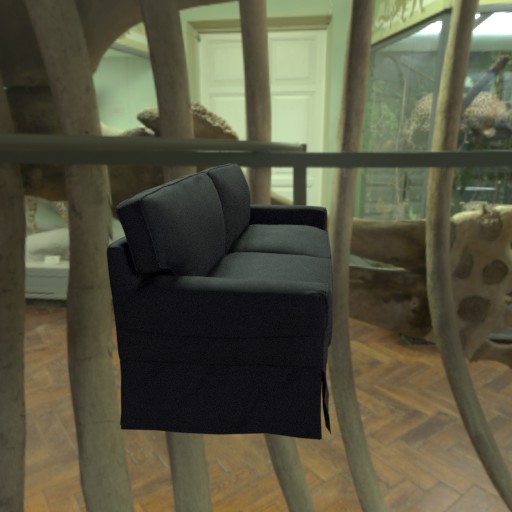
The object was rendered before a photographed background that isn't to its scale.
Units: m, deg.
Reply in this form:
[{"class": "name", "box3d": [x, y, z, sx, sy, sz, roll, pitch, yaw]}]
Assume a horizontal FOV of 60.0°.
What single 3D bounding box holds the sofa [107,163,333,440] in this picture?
[{"class": "sofa", "box3d": [0.000, 0.000, 2.890, 0.983, 1.094, 2.256, 2, 16, 8]}]
